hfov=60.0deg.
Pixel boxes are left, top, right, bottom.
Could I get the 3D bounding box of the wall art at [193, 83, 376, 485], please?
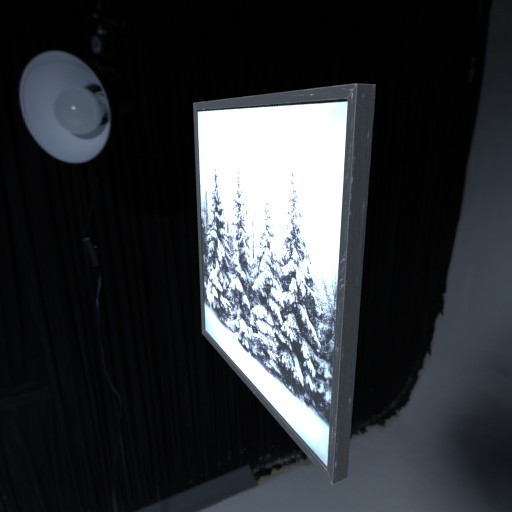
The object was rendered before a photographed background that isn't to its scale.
[{"bbox_3d":[0.000,0.000,1.122,0.037,0.761,0.761,-8,19,-26],"label":"wall art"}]
